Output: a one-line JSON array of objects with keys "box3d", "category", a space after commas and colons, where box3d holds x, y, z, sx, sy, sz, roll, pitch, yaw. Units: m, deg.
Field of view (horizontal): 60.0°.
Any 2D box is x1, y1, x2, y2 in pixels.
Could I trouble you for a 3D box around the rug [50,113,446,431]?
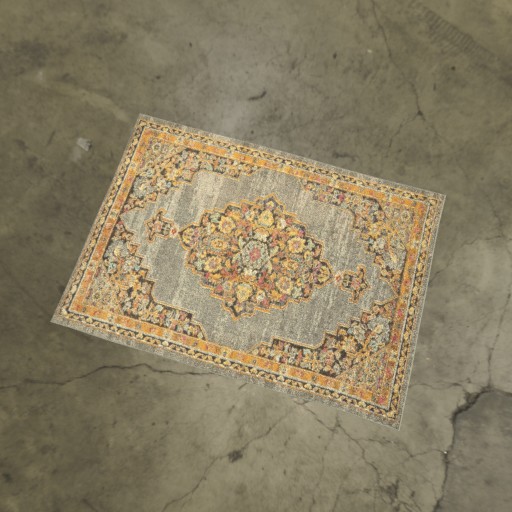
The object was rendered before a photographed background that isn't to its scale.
[{"box3d": [0.000, 0.000, 3.977, 3.063, 0.024, 2.158, 16, 75, 4], "category": "rug"}]
